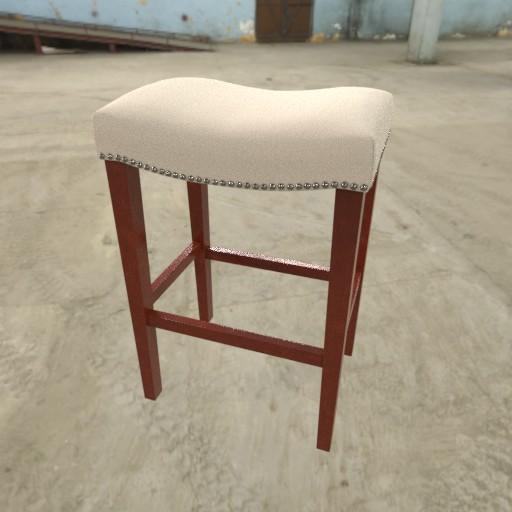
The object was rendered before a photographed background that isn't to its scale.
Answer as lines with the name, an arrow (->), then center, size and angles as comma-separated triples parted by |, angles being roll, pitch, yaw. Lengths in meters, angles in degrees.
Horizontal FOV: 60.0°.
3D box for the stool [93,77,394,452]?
stool -> 0.000, 0.000, 1.031 | 0.504, 0.742, 0.372 | 10, 32, 16
